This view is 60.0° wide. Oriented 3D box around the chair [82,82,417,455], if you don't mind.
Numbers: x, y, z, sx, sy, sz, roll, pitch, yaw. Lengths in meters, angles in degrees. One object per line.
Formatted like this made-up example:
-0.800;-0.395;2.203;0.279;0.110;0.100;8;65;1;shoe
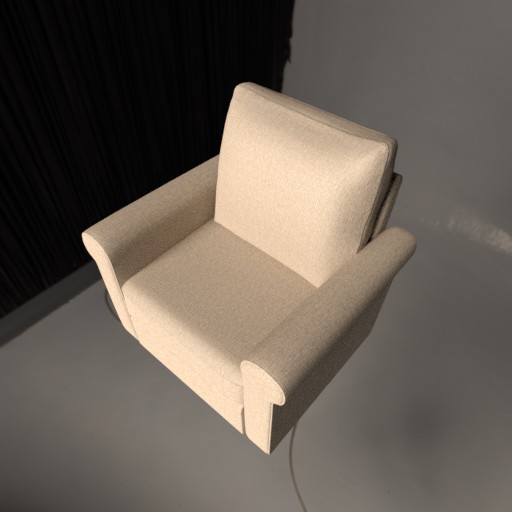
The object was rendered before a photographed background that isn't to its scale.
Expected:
0.000;0.000;2.287;1.275;1.349;1.180;32;54;27;chair
